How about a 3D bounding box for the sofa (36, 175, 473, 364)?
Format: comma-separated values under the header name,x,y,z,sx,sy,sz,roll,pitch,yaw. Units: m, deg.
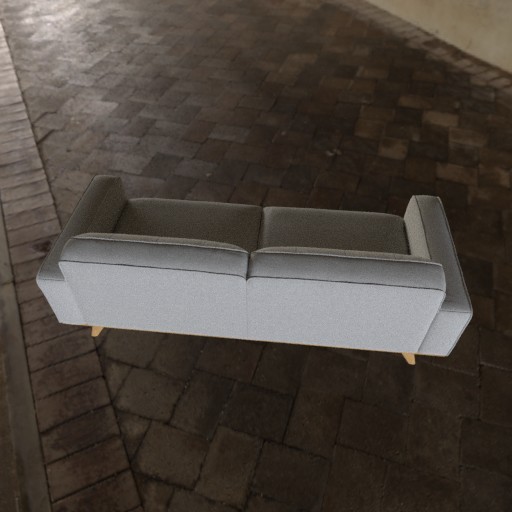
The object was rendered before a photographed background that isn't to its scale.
name,x,y,z,sx,sy,sz,roll,pitch,yaw
sofa,0.000,0.000,2.679,2.270,0.781,0.956,4,47,4
